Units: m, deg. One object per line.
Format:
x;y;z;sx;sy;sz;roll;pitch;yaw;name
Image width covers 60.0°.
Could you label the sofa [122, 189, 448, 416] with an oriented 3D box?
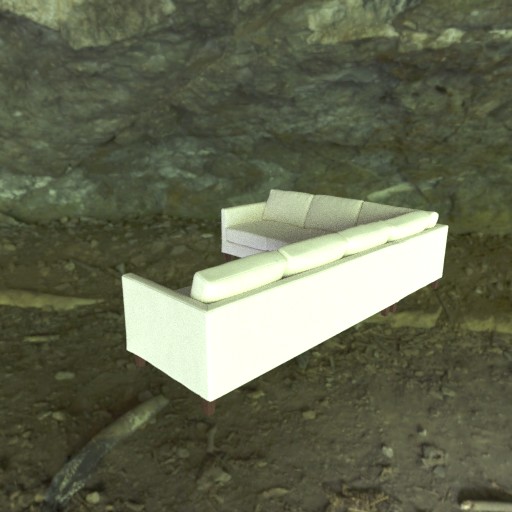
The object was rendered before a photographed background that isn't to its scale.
0.000;0.000;4.340;3.182;0.863;2.432;-15;22;-43;sofa
